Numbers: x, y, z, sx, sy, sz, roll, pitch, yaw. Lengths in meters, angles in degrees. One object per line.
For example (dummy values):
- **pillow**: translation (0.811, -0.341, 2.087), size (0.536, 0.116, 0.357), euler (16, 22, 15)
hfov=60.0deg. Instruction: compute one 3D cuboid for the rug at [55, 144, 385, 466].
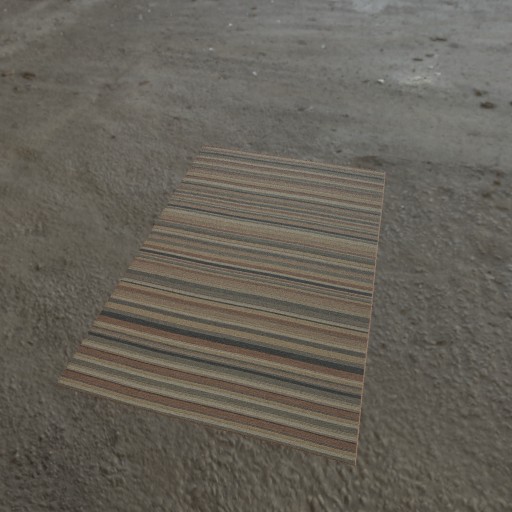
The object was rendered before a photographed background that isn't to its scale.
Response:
- **rug**: translation (0.000, 0.000, 2.307), size (1.219, 0.008, 1.829), euler (11, 48, 10)
